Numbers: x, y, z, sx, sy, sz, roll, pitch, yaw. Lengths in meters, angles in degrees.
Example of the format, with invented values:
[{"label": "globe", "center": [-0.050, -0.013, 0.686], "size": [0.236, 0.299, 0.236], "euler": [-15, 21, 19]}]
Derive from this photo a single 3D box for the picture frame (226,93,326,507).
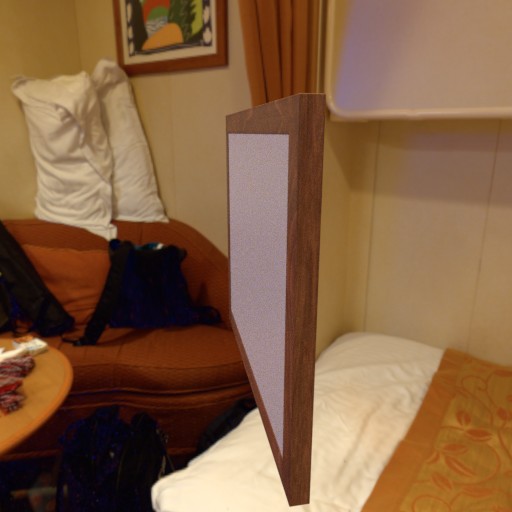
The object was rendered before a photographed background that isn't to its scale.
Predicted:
[{"label": "picture frame", "center": [0.000, 0.000, 0.726], "size": [0.025, 0.457, 0.559], "euler": [-3, 16, -10]}]
